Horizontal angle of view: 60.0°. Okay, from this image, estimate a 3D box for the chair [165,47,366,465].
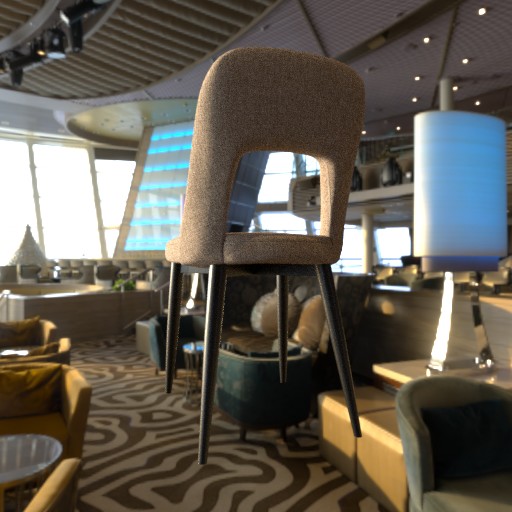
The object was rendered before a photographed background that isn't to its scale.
[{"bbox_3d":[0.000,0.000,1.274,0.470,0.931,0.612,0,0,-19],"label":"chair"}]
